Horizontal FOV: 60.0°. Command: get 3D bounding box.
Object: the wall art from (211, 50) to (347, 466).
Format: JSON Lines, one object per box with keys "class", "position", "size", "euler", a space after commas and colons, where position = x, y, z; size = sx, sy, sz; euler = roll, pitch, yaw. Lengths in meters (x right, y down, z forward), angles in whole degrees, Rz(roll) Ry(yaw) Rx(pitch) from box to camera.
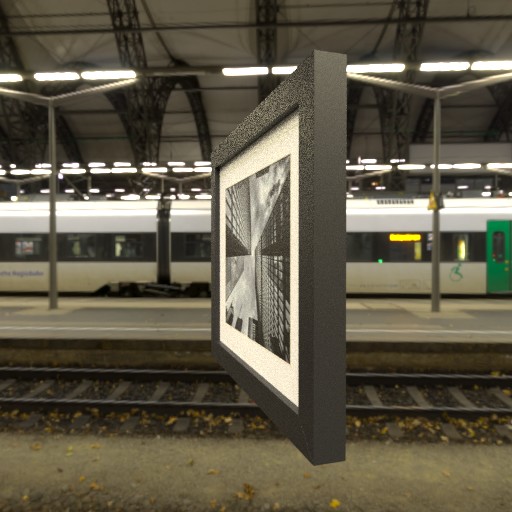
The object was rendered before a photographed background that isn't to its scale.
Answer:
{"class": "wall art", "position": [0.000, 0.000, 0.527], "size": [0.028, 0.321, 0.381], "euler": [0, 1, -18]}
